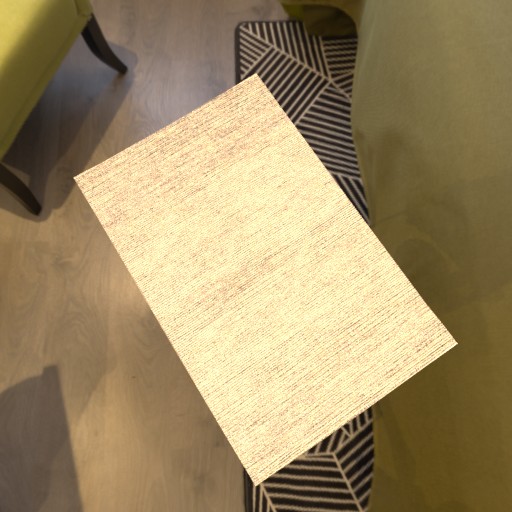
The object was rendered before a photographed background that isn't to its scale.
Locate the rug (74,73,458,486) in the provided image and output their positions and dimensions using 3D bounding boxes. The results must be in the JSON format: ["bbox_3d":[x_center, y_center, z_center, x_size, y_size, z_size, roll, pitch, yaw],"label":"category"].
[{"bbox_3d":[0.000,0.000,2.216,1.149,0.021,1.773,-32,78,-8],"label":"rug"}]
